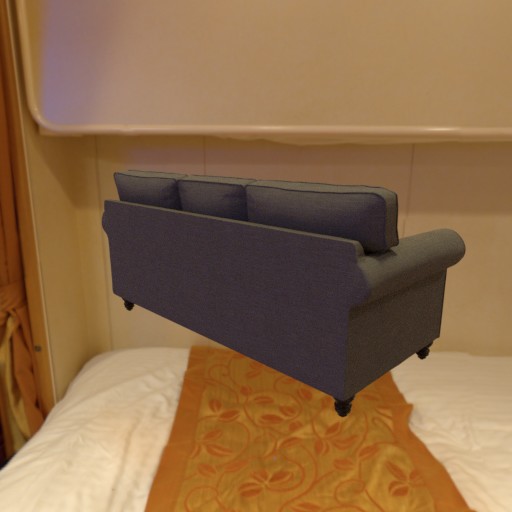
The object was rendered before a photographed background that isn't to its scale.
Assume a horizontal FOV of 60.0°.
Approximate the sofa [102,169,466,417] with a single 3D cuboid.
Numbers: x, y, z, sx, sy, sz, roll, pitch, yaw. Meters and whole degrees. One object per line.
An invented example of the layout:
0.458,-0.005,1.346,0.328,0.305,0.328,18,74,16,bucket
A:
0.000,0.000,2.626,0.909,0.966,2.084,-13,19,-43,sofa
